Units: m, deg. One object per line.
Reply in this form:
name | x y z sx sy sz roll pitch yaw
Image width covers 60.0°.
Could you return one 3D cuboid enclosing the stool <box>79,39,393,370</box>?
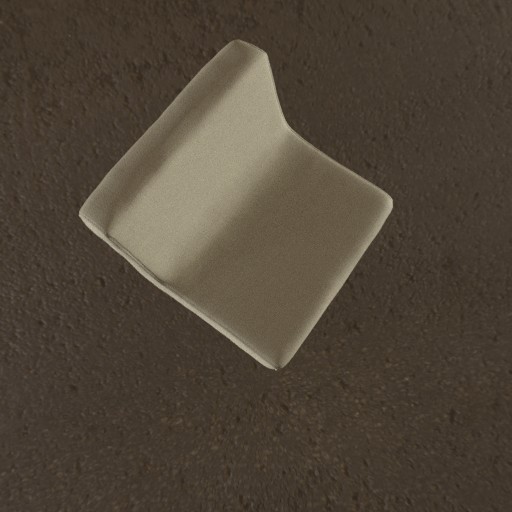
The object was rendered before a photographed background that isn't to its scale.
stool | 0.000 0.000 1.328 0.500 1.037 0.511 35 77 9
